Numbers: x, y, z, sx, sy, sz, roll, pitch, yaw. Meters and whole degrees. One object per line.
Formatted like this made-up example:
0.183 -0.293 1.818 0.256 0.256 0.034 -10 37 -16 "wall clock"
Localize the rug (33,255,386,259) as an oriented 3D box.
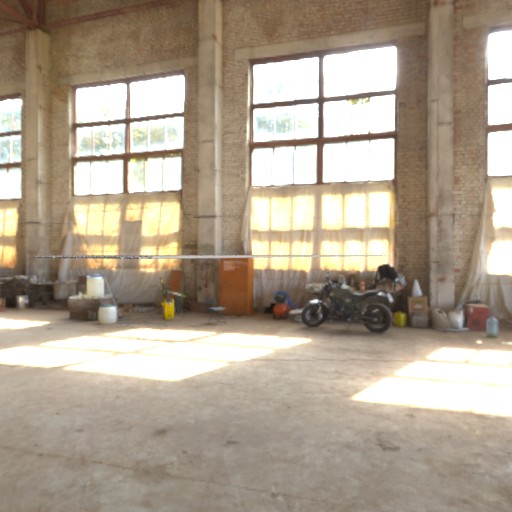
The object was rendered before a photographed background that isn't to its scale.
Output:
0.000 0.000 2.827 0.786 0.013 2.480 0 0 37 "rug"
